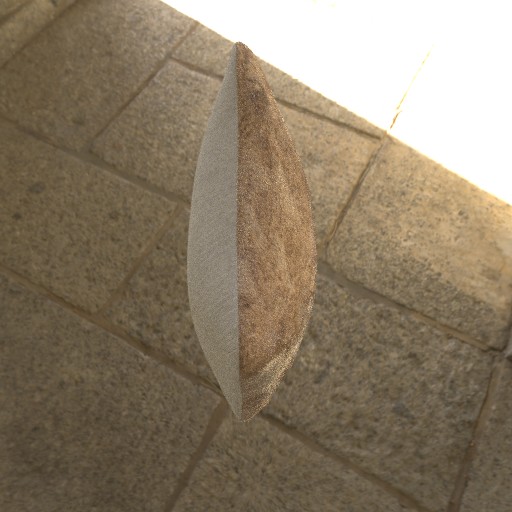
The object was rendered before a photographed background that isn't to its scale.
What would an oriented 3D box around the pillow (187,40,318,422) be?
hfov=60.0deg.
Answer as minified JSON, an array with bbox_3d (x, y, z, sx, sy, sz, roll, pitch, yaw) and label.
[{"bbox_3d":[0.000,0.000,0.822,0.216,0.525,0.538,0,63,0],"label":"pillow"}]
